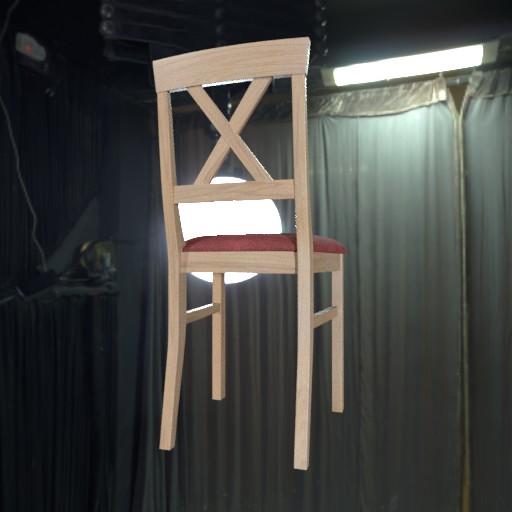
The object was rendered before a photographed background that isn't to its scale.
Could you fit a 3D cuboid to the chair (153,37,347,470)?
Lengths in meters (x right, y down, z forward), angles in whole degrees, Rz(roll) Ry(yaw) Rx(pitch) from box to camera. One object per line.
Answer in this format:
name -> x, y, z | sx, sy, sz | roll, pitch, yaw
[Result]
chair -> 0.000, 0.000, 1.196 | 0.439, 0.912, 0.492 | 0, -1, 18
